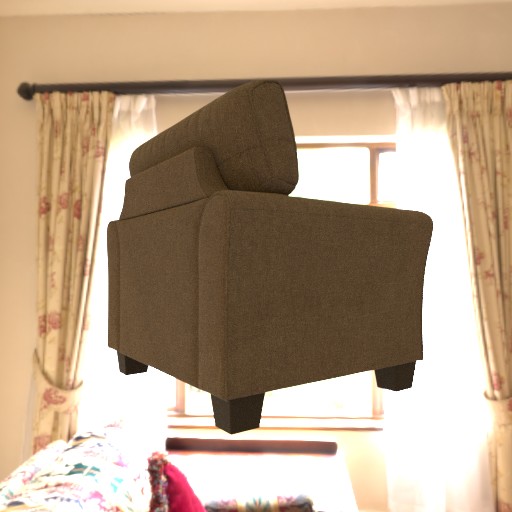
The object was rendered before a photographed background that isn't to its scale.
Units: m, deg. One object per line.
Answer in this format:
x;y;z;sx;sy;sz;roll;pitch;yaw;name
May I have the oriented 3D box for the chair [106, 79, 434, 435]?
0.000;0.000;1.610;0.816;0.890;0.941;1;-2;-36;chair
